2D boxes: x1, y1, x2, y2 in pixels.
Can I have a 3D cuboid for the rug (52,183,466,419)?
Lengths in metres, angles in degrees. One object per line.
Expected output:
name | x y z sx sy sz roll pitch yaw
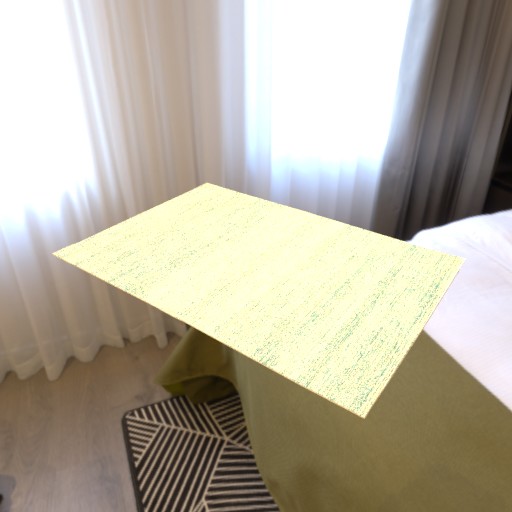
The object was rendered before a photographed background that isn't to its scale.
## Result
rug | 0.000 0.000 2.981 2.305 0.029 1.593 21 37 31
